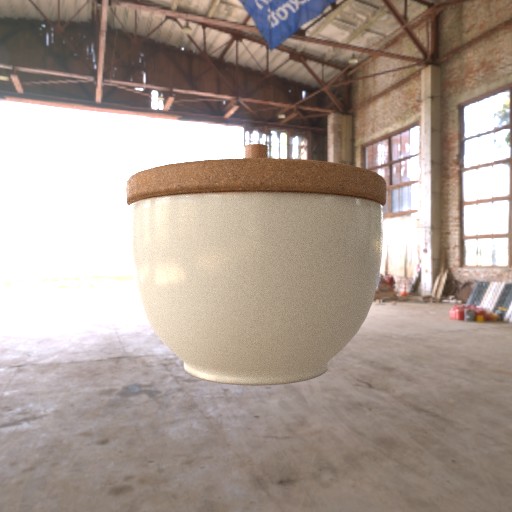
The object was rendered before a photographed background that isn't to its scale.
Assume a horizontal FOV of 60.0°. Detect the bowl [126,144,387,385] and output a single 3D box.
[{"bbox_3d":[0.000,0.000,0.223,0.126,0.110,0.126,0,0,0],"label":"bowl"}]
